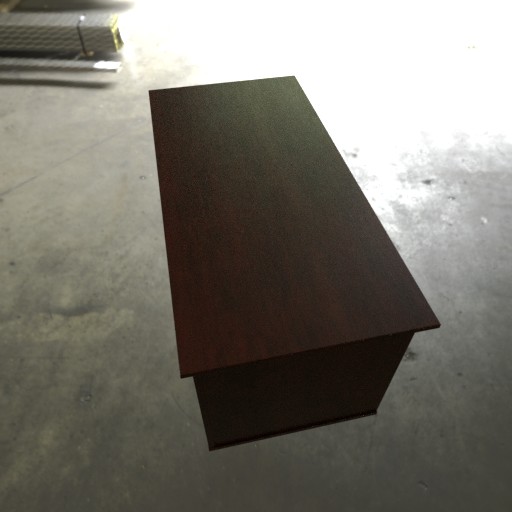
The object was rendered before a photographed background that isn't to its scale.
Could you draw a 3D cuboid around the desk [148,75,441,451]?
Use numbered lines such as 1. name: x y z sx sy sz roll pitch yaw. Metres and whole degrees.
1. desk: 0.000 0.000 1.695 0.612 0.758 1.277 -9 49 -8
